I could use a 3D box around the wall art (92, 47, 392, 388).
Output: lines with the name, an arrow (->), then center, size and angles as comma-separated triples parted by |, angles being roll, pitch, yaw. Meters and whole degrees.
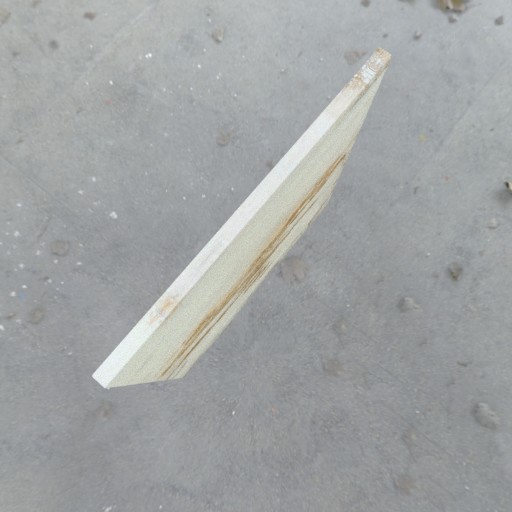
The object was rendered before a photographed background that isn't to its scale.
wall art -> 0.000, 0.000, 1.490 | 0.040, 1.018, 1.015 | 38, 79, 9
